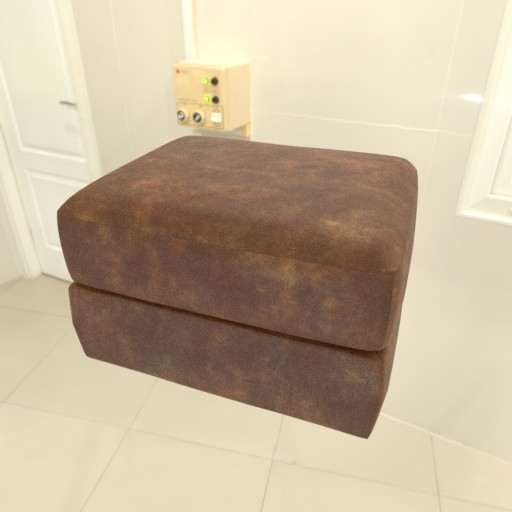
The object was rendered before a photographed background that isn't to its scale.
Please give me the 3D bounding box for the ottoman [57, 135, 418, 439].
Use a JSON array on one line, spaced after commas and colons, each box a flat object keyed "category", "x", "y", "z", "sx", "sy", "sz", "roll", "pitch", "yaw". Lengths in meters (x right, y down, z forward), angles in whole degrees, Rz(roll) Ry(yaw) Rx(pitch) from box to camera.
[{"category": "ottoman", "x": 0.000, "y": 0.000, "z": 1.143, "sx": 0.751, "sy": 0.476, "sz": 0.603, "roll": 11, "pitch": 32, "yaw": 18}]
